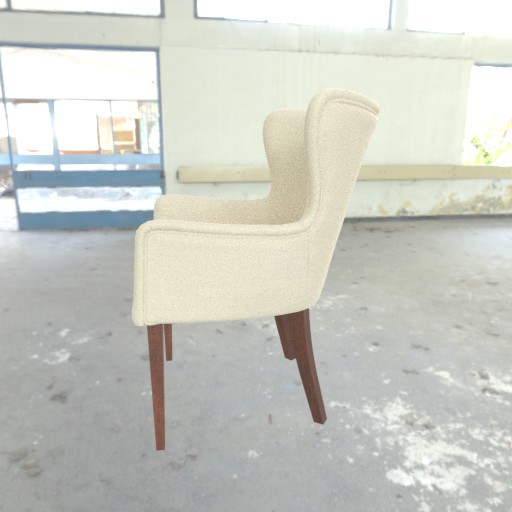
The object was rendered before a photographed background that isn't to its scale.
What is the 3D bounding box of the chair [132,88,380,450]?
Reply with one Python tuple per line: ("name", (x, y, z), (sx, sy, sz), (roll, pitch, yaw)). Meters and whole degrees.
("chair", (0.000, 0.000, 1.485), (0.744, 0.990, 0.696), (-2, 14, -8))
